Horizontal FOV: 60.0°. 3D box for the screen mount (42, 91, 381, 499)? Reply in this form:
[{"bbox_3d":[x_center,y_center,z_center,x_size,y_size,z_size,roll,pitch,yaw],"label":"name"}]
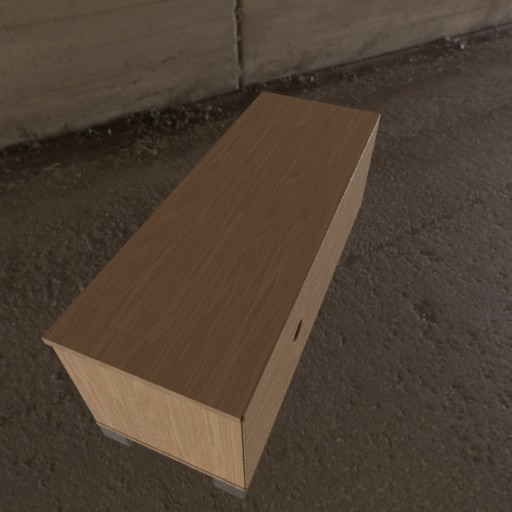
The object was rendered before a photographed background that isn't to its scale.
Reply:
[{"bbox_3d":[0.000,0.000,1.265,0.406,0.432,1.084,17,48,16],"label":"screen mount"}]
